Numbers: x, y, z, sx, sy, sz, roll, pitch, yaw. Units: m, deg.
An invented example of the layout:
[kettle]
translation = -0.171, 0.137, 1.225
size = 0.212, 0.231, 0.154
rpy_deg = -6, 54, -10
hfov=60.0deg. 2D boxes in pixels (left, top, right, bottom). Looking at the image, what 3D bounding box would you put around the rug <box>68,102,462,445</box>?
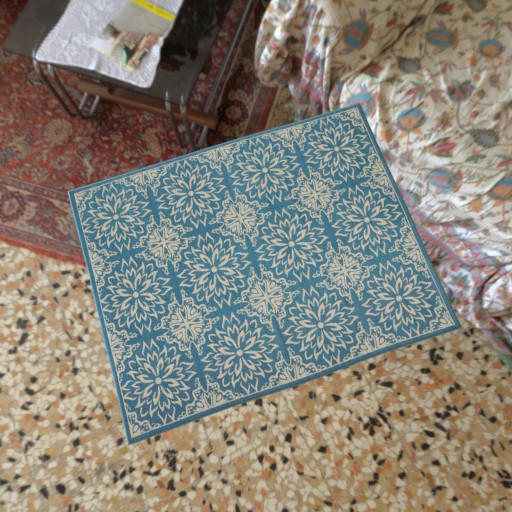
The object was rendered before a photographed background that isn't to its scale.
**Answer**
[rug]
translation = 0.000, 0.000, 3.992
size = 2.964, 0.018, 2.350
rpy_deg = -18, 75, -5
